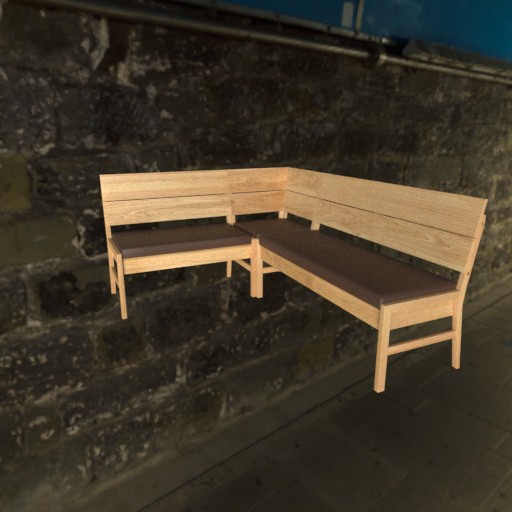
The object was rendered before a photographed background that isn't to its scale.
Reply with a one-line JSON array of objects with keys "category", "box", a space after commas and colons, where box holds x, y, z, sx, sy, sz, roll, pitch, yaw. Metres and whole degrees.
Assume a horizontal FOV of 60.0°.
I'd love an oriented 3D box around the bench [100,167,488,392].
[{"category": "bench", "box": [0.000, 0.000, 2.760, 1.549, 0.890, 1.975, -8, 18, -25]}]
